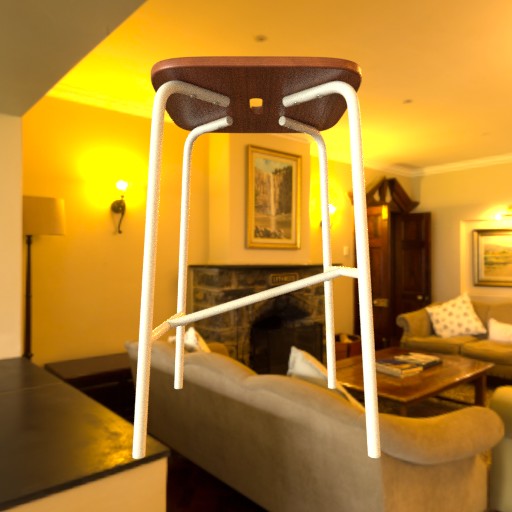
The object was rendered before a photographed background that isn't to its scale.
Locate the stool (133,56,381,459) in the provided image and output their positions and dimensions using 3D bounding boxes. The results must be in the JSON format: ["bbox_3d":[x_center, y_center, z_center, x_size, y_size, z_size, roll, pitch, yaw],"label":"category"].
[{"bbox_3d":[0.000,0.000,0.854,0.376,0.610,0.376,0,0,0],"label":"stool"}]
